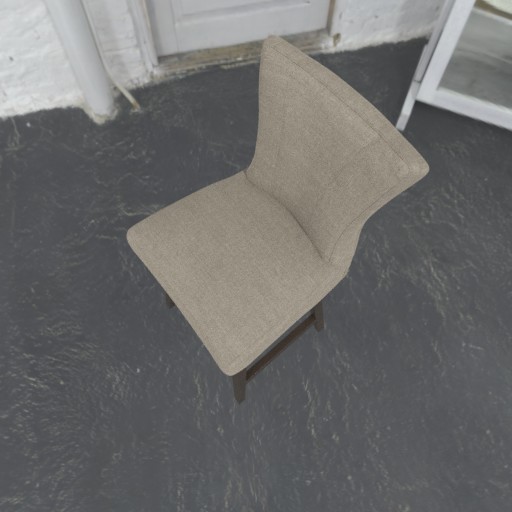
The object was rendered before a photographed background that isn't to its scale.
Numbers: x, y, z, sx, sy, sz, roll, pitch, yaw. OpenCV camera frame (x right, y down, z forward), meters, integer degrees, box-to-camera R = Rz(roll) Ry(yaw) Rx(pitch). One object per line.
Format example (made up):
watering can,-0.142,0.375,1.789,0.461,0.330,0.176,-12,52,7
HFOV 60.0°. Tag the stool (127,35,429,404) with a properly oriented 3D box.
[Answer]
stool,0.000,0.000,1.341,0.574,1.000,0.514,-35,69,-16
